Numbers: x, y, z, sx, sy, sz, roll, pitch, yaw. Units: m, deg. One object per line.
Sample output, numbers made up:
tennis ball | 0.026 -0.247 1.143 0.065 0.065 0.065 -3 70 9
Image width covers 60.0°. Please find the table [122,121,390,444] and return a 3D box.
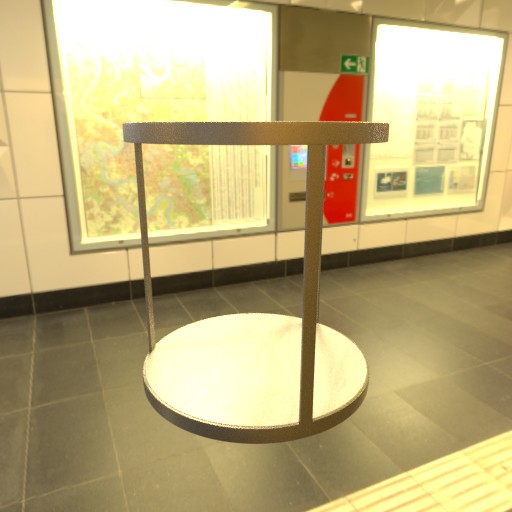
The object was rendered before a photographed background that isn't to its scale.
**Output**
table | 0.000 0.000 0.834 0.445 0.479 0.445 0 16 0
